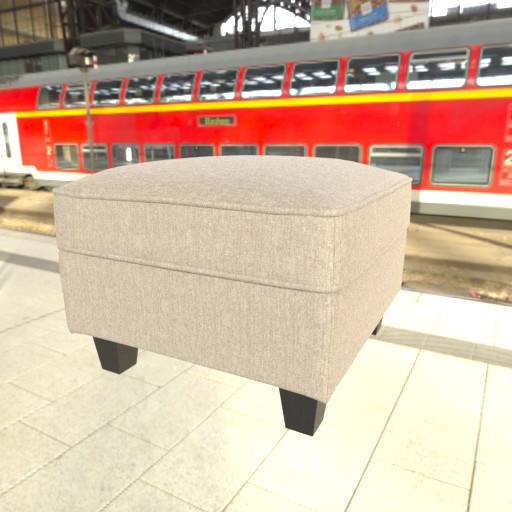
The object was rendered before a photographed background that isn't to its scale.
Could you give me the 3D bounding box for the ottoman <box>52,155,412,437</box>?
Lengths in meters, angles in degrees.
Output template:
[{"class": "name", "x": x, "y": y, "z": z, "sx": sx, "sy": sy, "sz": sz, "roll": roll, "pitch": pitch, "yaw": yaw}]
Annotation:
[{"class": "ottoman", "x": 0.000, "y": 0.000, "z": 1.386, "sx": 0.808, "sy": 0.612, "sz": 0.871, "roll": 8, "pitch": 17, "yaw": 27}]
